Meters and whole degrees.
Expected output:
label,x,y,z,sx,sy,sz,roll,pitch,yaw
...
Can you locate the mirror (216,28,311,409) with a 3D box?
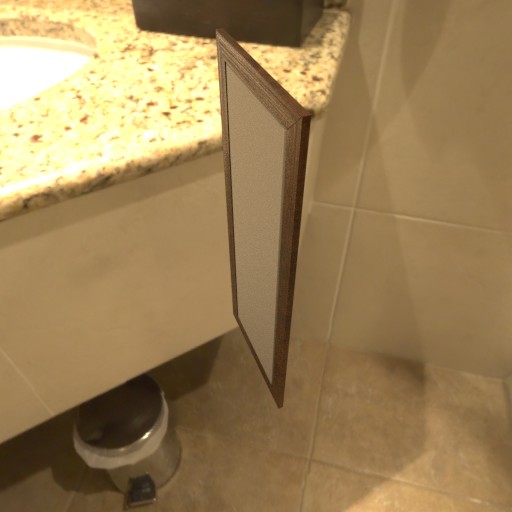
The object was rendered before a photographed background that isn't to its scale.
label,x,y,z,sx,sy,sz,roll,pitch,yaw
mirror,0.000,0.000,2.370,0.032,2.031,0.812,-17,48,-16
